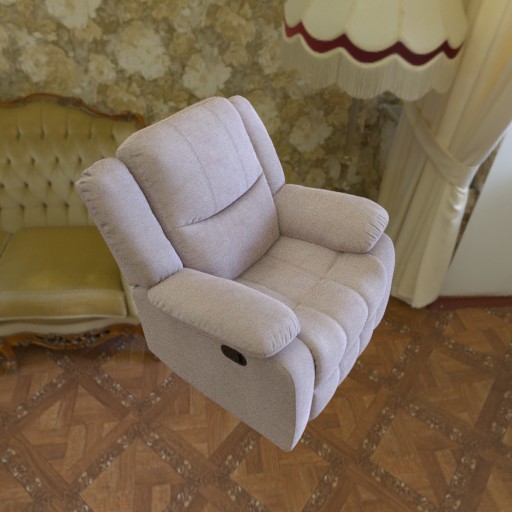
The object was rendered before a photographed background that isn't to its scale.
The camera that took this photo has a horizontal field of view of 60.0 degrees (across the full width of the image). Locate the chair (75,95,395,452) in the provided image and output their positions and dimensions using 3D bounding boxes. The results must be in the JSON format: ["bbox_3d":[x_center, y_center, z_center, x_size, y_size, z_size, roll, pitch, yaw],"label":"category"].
[{"bbox_3d":[0.000,0.000,1.753,0.944,1.008,0.899,26,47,27],"label":"chair"}]
